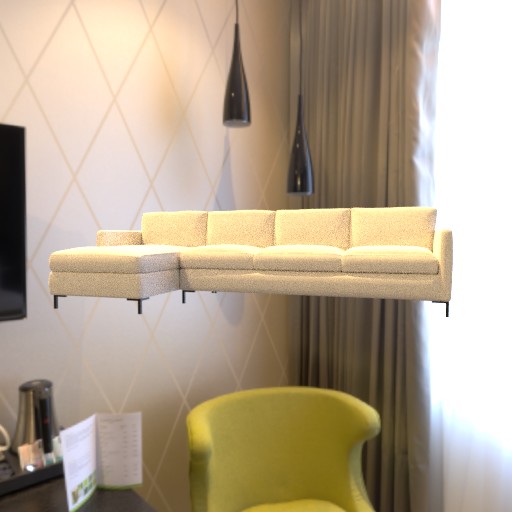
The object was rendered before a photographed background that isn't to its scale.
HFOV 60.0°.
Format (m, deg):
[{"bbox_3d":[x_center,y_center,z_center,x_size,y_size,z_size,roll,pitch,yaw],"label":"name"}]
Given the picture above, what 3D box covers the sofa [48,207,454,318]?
[{"bbox_3d":[0.000,0.000,3.857,3.186,0.875,1.467,1,3,18],"label":"sofa"}]
